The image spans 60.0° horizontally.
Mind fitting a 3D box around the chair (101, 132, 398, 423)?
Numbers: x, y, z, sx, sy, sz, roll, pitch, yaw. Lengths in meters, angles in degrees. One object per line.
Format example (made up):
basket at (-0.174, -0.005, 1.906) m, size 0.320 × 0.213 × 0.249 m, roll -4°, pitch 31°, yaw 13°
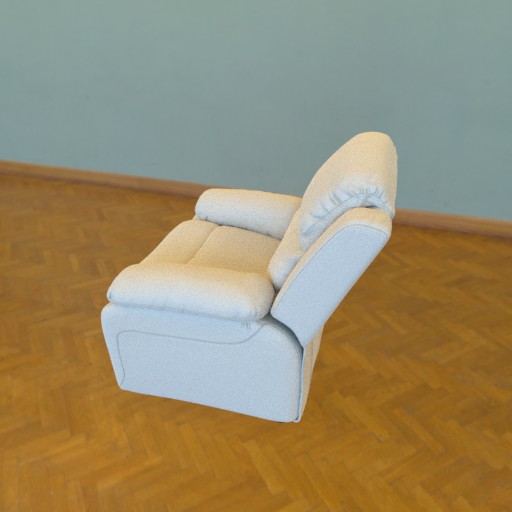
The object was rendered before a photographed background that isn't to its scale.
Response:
chair at (0.000, 0.000, 1.290) m, size 0.709 × 0.702 × 0.680 m, roll 8°, pitch 31°, yaw 14°
